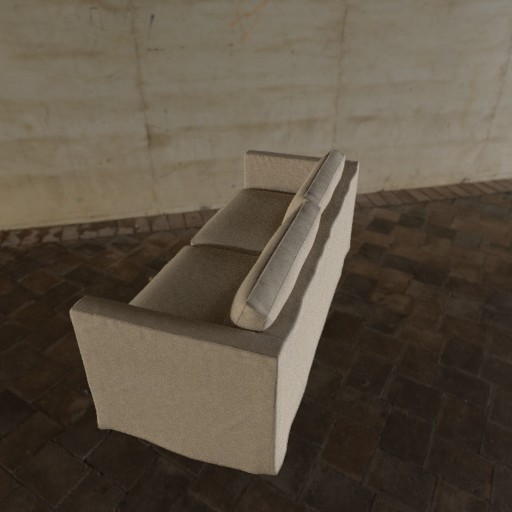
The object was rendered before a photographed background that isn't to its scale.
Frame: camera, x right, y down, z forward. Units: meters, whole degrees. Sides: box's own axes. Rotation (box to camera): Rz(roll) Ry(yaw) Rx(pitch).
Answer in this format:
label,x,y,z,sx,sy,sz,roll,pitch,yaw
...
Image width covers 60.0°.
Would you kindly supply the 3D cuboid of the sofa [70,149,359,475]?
label,x,y,z,sx,sy,sz,roll,pitch,yaw
sofa,0.000,0.000,2.776,0.956,0.847,2.296,10,33,16
